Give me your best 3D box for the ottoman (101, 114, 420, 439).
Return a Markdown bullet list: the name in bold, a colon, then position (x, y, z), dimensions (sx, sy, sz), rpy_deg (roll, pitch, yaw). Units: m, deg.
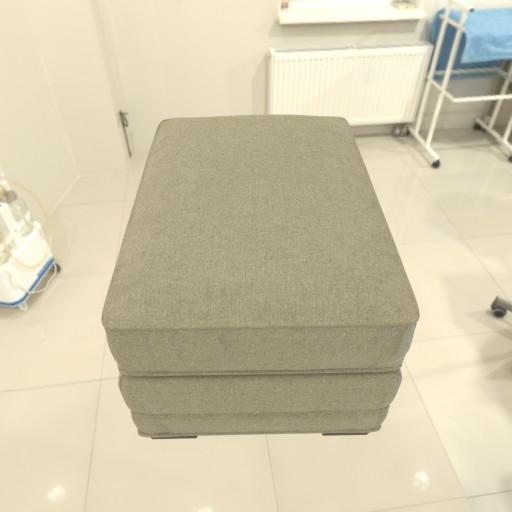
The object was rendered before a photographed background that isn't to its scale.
- **ottoman**: position (0.000, 0.000, 1.222), dimensions (0.611, 0.508, 0.848), rpy_deg (-1, 43, -1)
